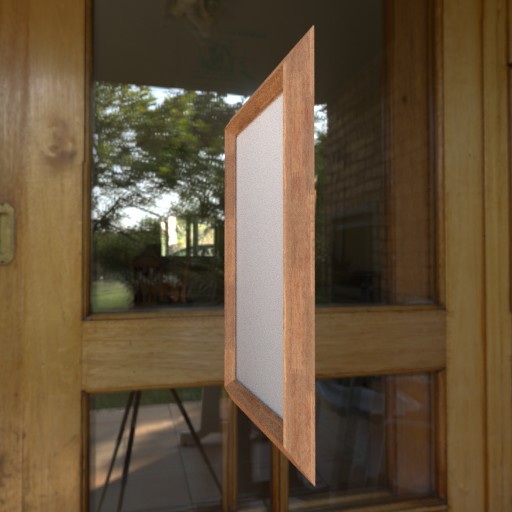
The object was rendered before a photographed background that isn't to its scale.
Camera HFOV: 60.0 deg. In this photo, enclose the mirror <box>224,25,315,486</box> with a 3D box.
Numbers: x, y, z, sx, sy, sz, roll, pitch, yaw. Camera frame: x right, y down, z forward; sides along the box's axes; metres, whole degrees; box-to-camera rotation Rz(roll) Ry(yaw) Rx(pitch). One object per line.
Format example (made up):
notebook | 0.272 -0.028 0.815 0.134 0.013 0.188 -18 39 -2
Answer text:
mirror | 0.000 0.000 1.269 0.047 1.010 0.651 0 -1 -19
